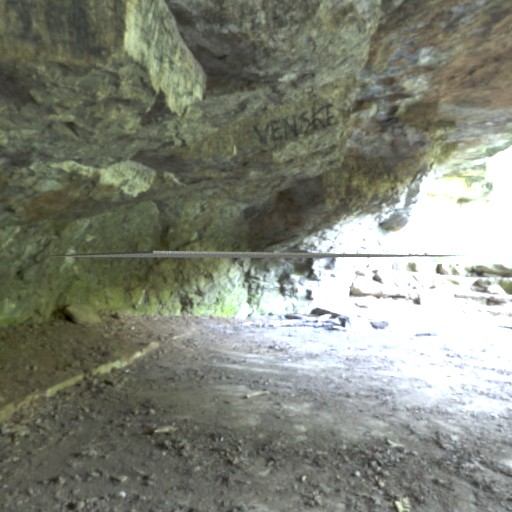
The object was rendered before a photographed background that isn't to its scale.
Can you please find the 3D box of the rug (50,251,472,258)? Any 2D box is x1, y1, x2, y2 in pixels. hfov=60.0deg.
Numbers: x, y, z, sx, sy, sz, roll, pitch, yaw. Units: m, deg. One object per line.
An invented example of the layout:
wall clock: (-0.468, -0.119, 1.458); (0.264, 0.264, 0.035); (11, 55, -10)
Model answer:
rug: (0.000, 0.000, 3.467); (2.584, 0.011, 2.073); (0, -1, -36)
